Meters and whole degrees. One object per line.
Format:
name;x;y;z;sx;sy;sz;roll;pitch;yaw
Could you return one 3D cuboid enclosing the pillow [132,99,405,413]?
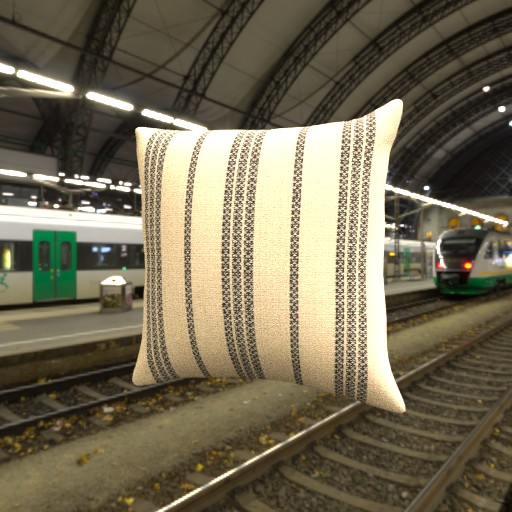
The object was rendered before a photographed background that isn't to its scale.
pillow;0.000;0.000;0.636;0.405;0.406;0.173;0;0;18
